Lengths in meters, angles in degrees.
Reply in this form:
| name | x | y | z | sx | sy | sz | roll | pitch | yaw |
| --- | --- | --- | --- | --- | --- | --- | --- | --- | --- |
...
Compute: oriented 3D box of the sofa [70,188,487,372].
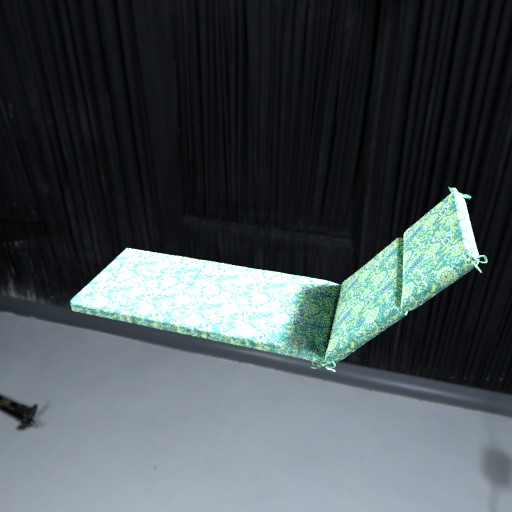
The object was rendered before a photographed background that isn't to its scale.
| name | x | y | z | sx | sy | sz | roll | pitch | yaw |
| --- | --- | --- | --- | --- | --- | --- | --- | --- | --- |
| sofa | 0.000 | 0.000 | 1.930 | 1.663 | 0.622 | 0.582 | 9 | 33 | 14 |
